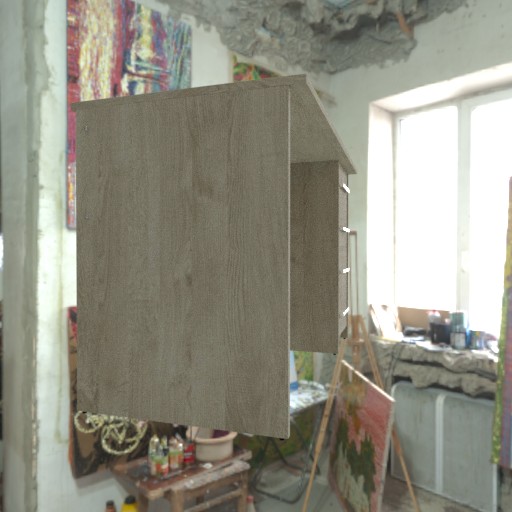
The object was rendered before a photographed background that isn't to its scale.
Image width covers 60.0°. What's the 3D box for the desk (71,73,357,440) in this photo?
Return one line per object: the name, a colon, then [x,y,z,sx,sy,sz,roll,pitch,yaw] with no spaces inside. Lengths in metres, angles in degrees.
desk: [0.000,0.000,1.477,0.560,0.730,1.096,0,1,18]
